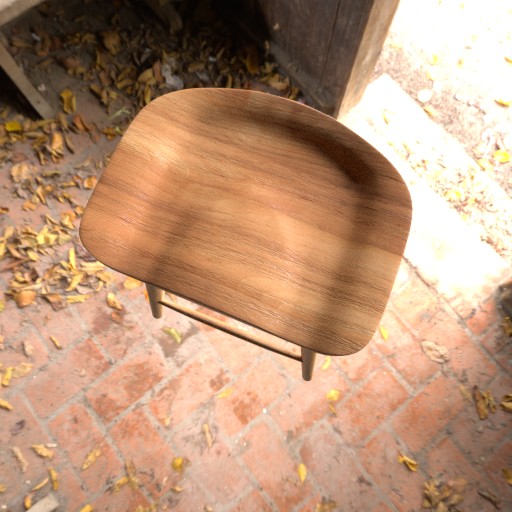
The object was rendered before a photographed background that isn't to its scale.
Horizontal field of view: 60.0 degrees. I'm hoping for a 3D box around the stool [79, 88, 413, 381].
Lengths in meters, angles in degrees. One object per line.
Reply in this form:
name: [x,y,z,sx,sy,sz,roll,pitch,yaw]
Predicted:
stool: [0.000,0.000,0.869,0.440,0.615,0.361,21,77,5]
